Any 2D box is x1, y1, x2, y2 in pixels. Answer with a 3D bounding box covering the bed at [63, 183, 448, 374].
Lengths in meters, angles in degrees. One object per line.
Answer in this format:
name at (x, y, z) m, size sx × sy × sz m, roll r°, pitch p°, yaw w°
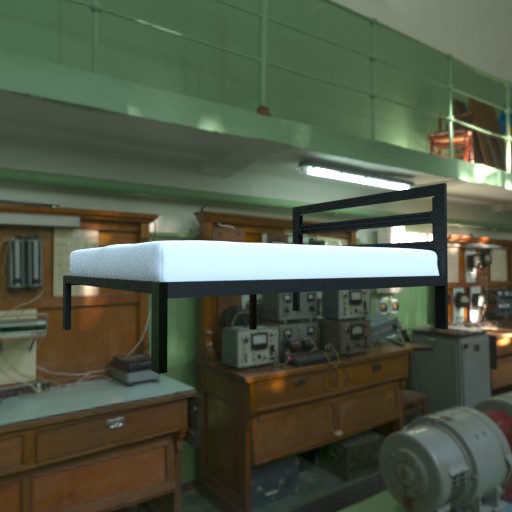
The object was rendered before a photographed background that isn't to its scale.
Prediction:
bed at (0.000, 0.000, 2.950) m, size 2.062 × 0.967 × 1.524 m, roll 1°, pitch -2°, yaw -36°
